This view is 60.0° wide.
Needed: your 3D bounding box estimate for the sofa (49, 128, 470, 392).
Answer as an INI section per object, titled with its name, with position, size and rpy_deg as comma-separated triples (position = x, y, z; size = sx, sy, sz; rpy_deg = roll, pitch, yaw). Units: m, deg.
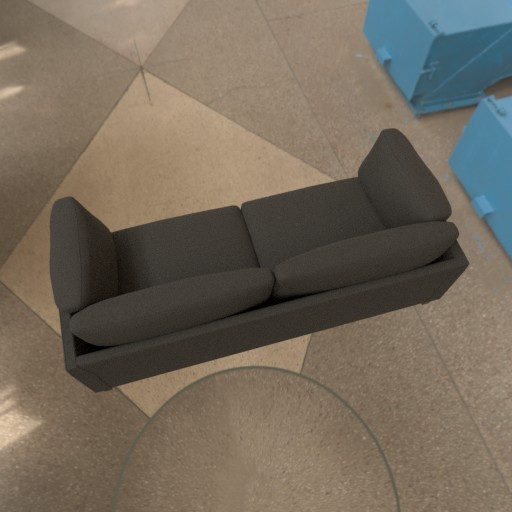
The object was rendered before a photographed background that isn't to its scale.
[sofa]
position = 0.000, 0.000, 2.749
size = 2.312, 0.792, 0.969
rpy_deg = -14, 61, -8
